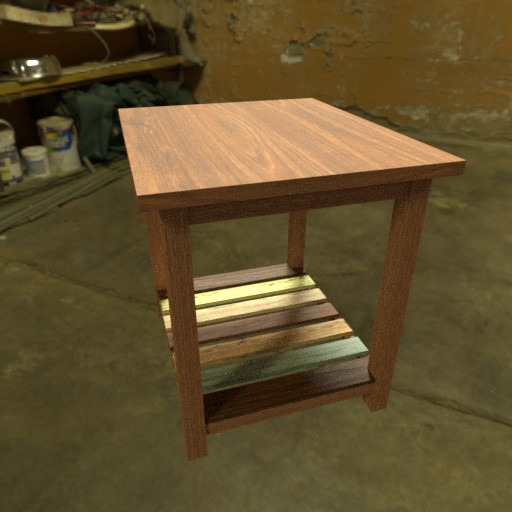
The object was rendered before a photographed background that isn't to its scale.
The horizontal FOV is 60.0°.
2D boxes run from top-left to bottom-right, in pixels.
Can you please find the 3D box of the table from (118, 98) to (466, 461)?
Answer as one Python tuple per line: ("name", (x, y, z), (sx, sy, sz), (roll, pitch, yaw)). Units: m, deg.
("table", (0.000, 0.000, 1.126), (0.559, 0.635, 0.660), (-9, 30, -15))
